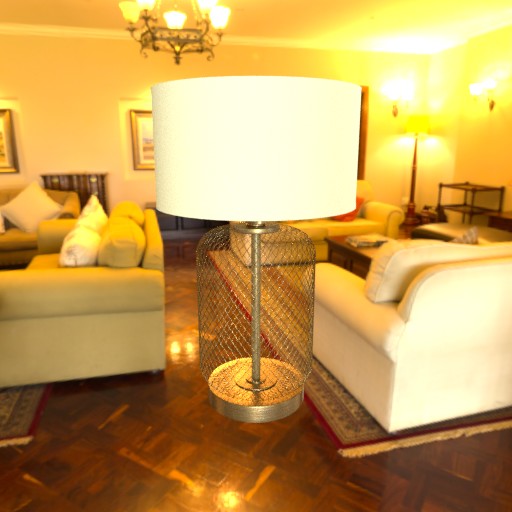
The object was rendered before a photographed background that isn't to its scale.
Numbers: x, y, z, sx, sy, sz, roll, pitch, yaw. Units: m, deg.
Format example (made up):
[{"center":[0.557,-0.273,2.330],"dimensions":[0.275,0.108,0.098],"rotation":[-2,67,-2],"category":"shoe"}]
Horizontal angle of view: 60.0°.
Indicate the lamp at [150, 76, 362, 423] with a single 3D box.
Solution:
[{"center":[0.000,0.000,0.825],"dimensions":[0.353,0.578,0.353],"rotation":[0,14,0],"category":"lamp"}]
